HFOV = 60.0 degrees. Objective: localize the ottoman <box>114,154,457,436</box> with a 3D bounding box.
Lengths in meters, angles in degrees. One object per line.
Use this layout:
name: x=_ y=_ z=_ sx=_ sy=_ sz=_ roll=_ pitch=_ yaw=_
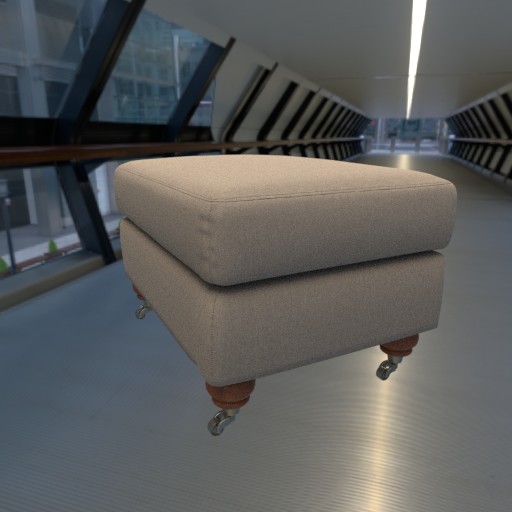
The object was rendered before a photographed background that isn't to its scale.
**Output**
ottoman: x=0.000 y=0.000 z=1.145 sx=0.574 sy=0.497 sz=0.773 roll=-8 pitch=18 yaw=-26
